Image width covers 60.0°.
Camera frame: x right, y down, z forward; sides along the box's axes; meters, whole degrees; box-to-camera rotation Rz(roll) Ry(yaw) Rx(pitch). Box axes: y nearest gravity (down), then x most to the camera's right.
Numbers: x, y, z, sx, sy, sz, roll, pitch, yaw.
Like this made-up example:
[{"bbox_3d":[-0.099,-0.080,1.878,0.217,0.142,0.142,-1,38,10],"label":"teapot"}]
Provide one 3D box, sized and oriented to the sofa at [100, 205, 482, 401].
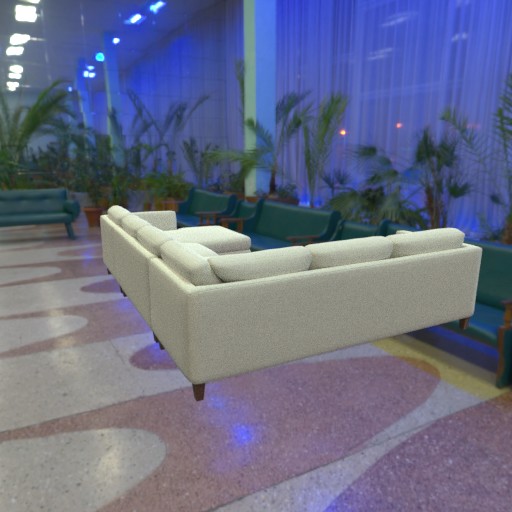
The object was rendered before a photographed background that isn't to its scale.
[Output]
[{"bbox_3d":[0.000,0.000,4.478,2.551,0.853,3.238,-7,15,-26],"label":"sofa"}]
